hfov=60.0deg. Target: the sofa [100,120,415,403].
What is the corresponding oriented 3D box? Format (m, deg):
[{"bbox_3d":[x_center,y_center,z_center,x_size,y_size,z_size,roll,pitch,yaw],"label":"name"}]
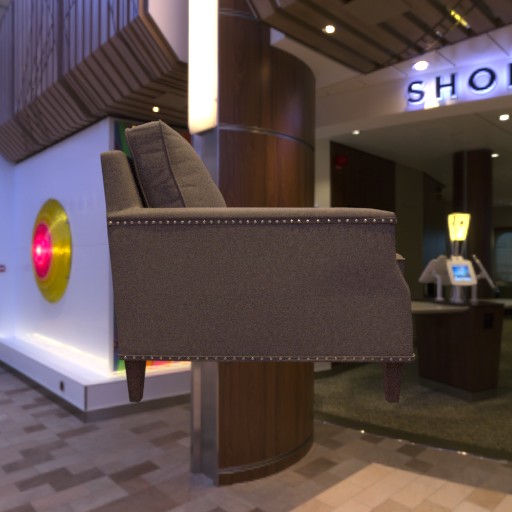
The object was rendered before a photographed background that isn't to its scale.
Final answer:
[{"bbox_3d":[0.000,0.000,2.250,1.084,1.003,1.597,0,0,0],"label":"sofa"}]
